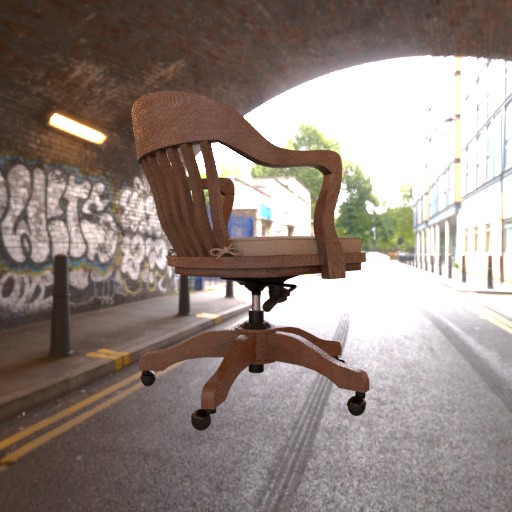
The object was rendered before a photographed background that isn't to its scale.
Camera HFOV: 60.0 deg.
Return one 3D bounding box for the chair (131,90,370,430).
[{"bbox_3d":[0.000,0.000,1.452,0.788,0.878,0.750,0,1,-36],"label":"chair"}]
